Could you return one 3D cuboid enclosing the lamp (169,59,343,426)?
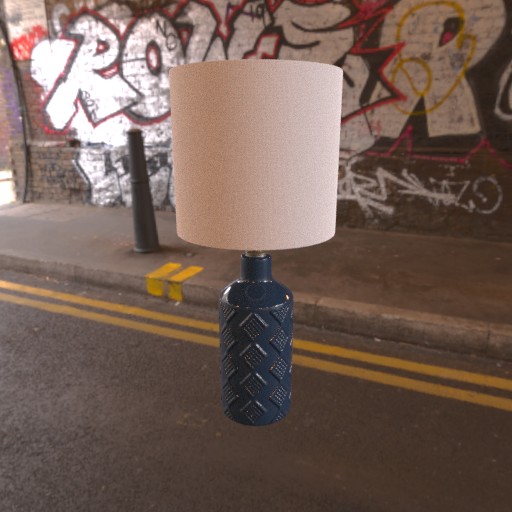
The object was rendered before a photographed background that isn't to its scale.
[{"bbox_3d":[0.000,0.000,0.598,0.207,0.461,0.207,-8,18,-27],"label":"lamp"}]
